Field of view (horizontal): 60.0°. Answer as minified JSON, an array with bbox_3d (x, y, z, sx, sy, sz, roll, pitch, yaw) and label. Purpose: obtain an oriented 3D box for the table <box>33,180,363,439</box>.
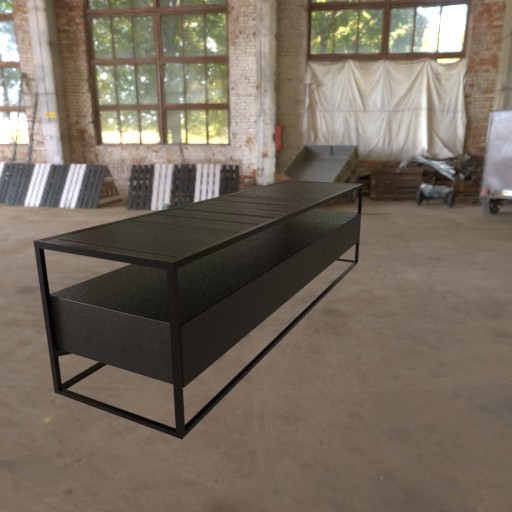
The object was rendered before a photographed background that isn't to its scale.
[{"bbox_3d":[0.000,0.000,1.621,0.399,0.395,1.486,8,17,26],"label":"table"}]
